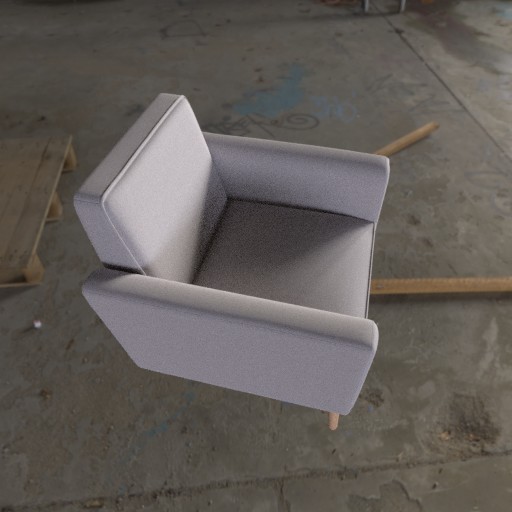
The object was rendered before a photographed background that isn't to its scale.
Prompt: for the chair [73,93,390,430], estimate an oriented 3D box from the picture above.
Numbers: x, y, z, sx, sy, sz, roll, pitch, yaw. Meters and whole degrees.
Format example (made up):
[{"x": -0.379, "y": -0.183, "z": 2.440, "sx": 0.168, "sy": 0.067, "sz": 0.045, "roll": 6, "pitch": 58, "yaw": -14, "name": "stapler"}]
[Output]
[{"x": 0.000, "y": 0.000, "z": 1.421, "sx": 0.750, "sy": 0.780, "sz": 0.780, "roll": 10, "pitch": 47, "yaw": 10, "name": "chair"}]
